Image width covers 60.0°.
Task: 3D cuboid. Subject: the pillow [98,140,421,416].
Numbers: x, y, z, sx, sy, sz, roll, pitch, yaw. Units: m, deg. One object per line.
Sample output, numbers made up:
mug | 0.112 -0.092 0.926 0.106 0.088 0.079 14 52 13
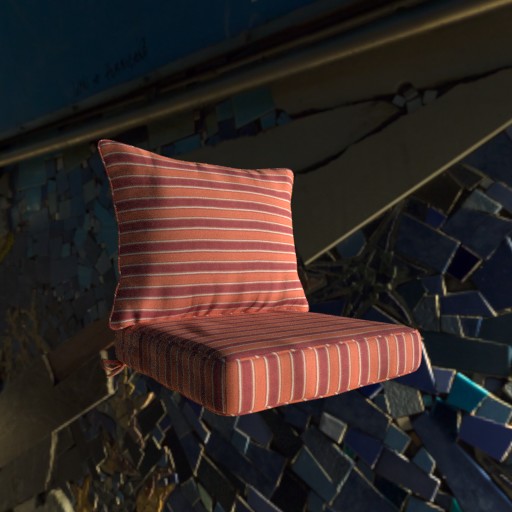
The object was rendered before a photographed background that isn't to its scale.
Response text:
pillow | 0.000 0.000 1.370 0.799 0.723 0.733 0 0 -36
